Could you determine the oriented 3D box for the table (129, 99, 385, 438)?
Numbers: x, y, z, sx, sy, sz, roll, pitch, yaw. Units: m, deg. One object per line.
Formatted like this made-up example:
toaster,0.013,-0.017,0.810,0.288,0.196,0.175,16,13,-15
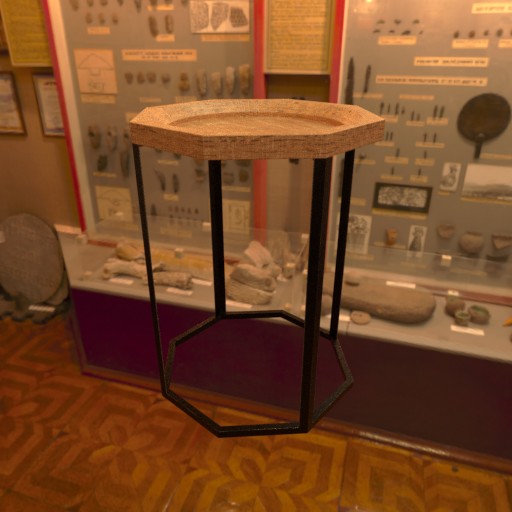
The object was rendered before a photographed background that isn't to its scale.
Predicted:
table,0.000,0.000,0.891,0.437,0.553,0.437,8,27,17
